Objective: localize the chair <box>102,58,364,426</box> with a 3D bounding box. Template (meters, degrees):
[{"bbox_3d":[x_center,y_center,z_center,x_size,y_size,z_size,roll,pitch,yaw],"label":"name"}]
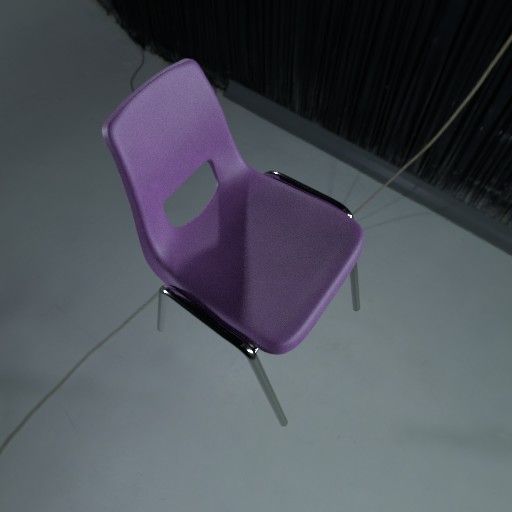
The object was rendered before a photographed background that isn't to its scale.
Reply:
[{"bbox_3d":[0.000,0.000,0.912,0.432,0.654,0.381,31,64,17],"label":"chair"}]
